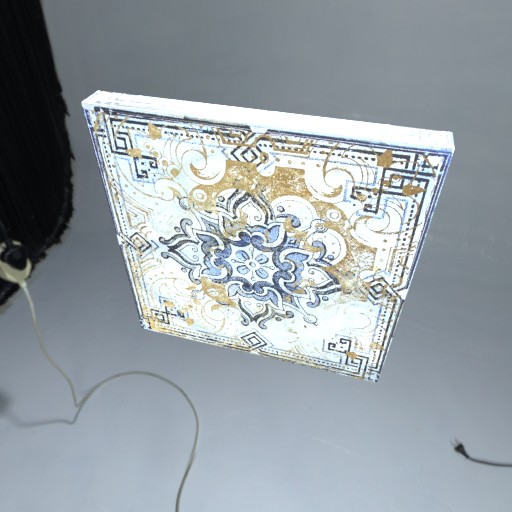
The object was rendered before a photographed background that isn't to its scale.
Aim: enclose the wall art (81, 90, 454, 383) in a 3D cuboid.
[{"bbox_3d":[0.000,0.000,0.621,0.411,0.410,0.038,11,43,12],"label":"wall art"}]
